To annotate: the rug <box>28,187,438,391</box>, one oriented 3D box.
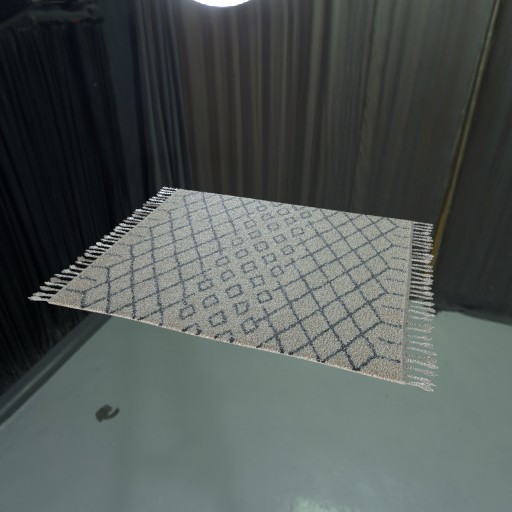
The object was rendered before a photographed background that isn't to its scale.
[{"bbox_3d":[0.000,0.000,4.193,3.213,0.030,2.388,10,33,15],"label":"rug"}]
